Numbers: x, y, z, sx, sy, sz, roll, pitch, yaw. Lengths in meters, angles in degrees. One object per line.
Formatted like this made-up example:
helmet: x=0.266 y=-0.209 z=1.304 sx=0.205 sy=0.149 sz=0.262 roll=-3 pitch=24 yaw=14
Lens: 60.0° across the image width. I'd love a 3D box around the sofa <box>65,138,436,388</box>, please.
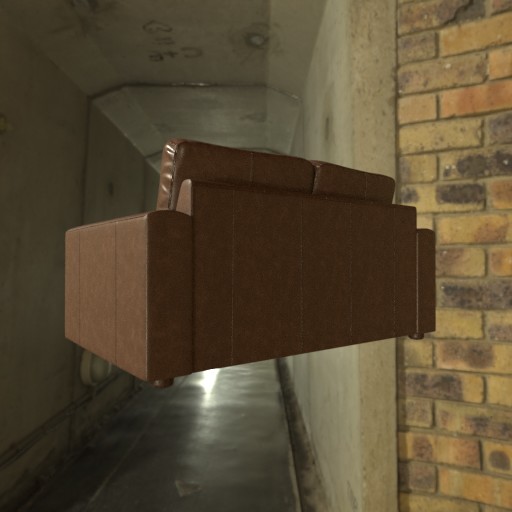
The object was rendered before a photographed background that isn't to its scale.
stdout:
sofa: x=0.000 y=0.000 z=2.249 sx=1.616 sy=0.873 sz=1.016 roll=0 pitch=0 yaw=-37
